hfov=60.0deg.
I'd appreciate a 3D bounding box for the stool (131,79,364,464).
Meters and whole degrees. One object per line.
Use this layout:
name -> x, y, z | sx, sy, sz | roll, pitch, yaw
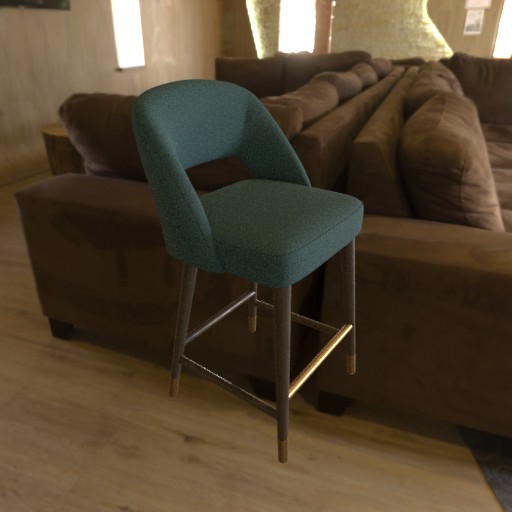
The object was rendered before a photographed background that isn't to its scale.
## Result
stool -> 0.000, 0.000, 1.297 | 0.522, 0.939, 0.536 | 18, 31, 31
